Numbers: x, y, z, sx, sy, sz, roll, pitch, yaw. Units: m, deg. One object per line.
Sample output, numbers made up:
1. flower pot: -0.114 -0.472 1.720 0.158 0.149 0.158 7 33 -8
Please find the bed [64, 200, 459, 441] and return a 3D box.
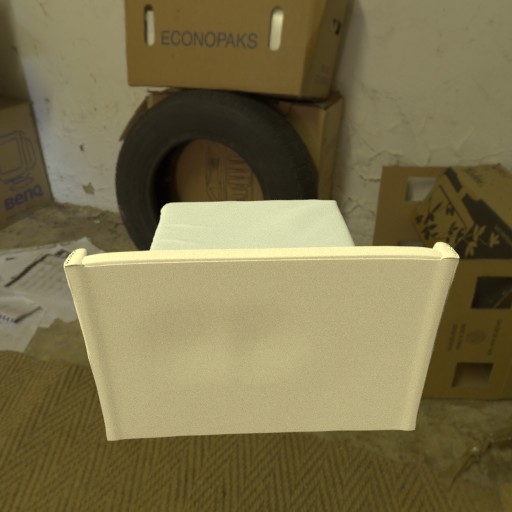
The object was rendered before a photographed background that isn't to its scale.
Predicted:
1. bed: 0.000 0.000 3.398 1.925 1.332 2.276 -1 31 -2
